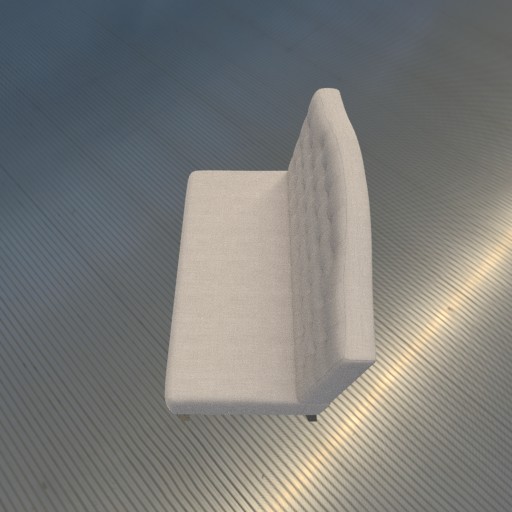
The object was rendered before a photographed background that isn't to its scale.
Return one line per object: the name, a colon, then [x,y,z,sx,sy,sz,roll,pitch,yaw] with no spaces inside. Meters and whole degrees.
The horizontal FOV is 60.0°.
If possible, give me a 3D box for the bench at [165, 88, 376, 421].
bench: [0.000,0.000,2.134,0.815,1.180,1.335,0,59,0]
